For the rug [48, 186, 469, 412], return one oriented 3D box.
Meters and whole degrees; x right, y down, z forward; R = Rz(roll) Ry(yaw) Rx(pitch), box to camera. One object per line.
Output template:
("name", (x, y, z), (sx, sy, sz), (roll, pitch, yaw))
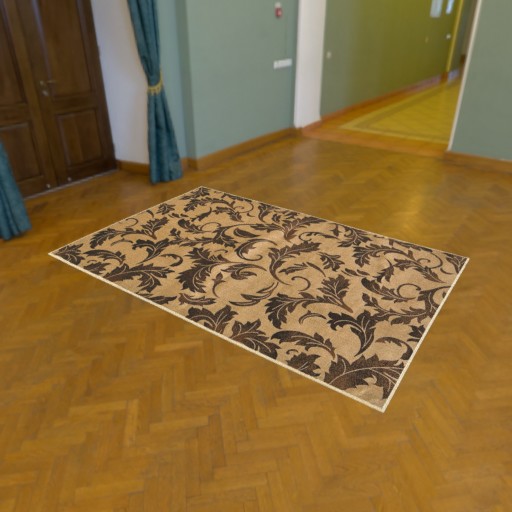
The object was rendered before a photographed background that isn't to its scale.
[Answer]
("rug", (0.000, 0.000, 2.870), (2.284, 0.008, 1.522), (19, 35, 30))
